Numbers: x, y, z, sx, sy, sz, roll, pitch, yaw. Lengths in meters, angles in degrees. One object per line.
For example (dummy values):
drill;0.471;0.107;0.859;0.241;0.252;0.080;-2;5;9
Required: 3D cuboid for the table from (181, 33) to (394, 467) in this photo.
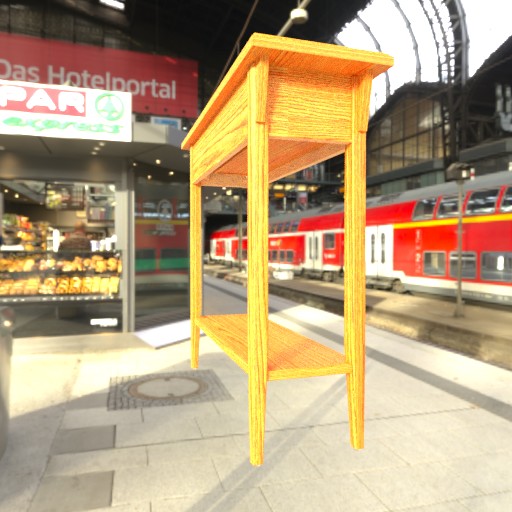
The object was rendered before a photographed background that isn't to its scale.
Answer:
table;0.000;0.000;1.089;0.254;0.711;0.762;0;1;-18
